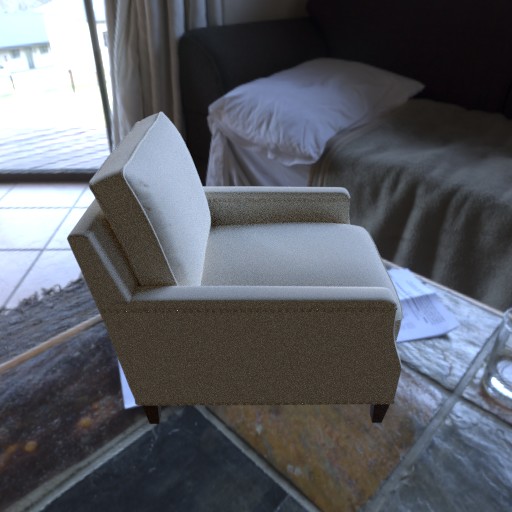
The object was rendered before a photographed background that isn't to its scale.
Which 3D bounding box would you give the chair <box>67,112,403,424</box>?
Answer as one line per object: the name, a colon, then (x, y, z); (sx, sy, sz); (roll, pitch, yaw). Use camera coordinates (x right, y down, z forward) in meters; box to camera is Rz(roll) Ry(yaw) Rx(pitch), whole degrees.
chair: (0.000, 0.000, 1.704); (1.014, 0.943, 0.853); (0, 32, 0)
